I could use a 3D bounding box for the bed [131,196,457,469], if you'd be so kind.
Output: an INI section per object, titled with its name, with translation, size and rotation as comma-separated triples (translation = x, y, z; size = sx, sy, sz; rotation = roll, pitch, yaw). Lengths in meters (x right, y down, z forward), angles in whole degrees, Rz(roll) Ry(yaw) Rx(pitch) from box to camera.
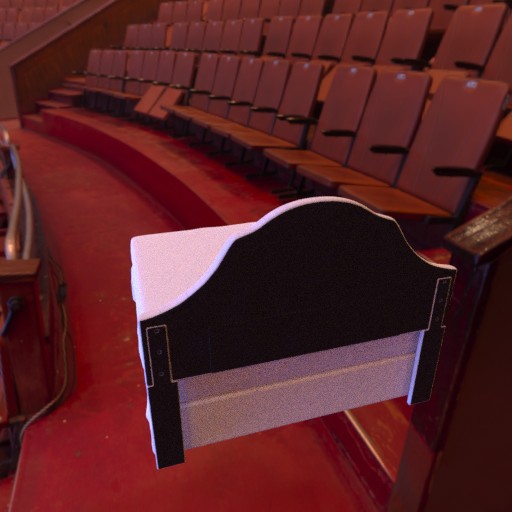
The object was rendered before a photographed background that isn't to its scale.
[bed]
translation = 0.000, 0.000, 3.575
size = 2.008, 1.615, 2.214
rotation = -8, 26, -16
